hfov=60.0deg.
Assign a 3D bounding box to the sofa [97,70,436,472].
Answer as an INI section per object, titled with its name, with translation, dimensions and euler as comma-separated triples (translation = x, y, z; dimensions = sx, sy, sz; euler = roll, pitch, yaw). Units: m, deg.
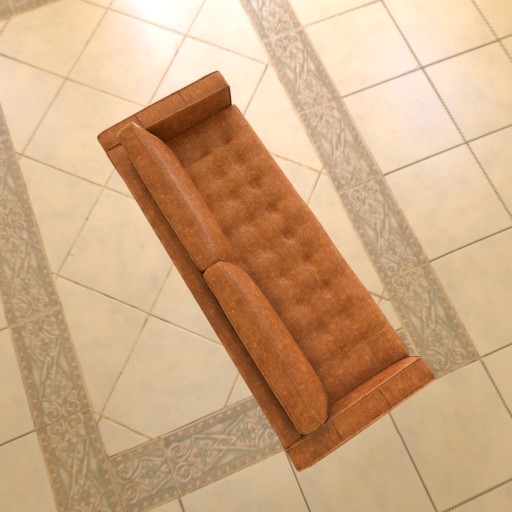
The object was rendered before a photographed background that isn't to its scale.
[sofa]
translation = 0.000, 0.000, 2.626
dimensions = 0.886, 0.779, 2.199
euler = -32, 78, -8
